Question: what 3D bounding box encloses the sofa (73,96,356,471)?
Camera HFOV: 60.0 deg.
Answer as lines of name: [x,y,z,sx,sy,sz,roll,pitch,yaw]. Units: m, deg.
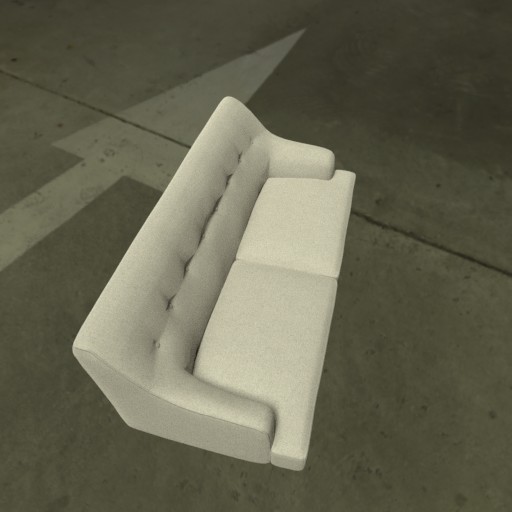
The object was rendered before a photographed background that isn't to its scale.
sofa: [0.000,0.000,2.549,0.978,0.871,2.057,11,49,10]
